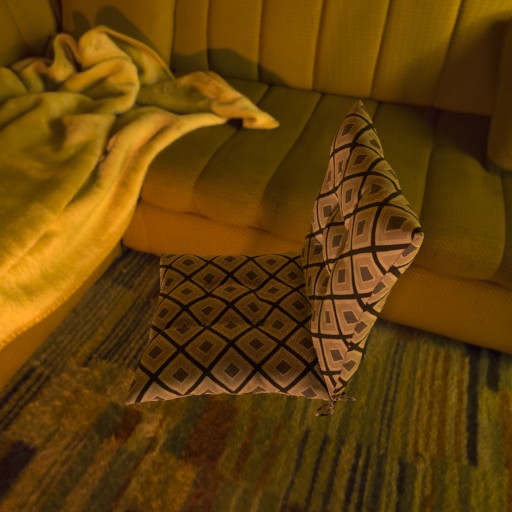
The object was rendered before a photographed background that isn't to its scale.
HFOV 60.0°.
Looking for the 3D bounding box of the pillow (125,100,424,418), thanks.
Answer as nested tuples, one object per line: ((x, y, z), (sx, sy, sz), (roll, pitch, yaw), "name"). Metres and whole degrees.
((0.000, 0.000, 1.024), (0.585, 0.536, 0.541), (0, 42, 0), "pillow")
